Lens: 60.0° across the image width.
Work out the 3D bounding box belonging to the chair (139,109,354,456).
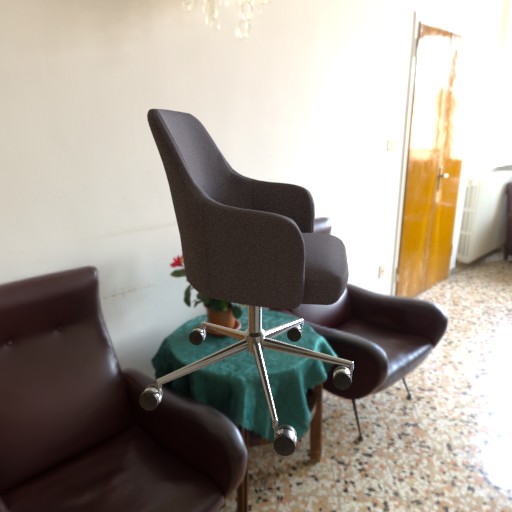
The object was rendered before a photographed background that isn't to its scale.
[{"bbox_3d":[0.000,0.000,1.298,0.600,0.820,0.655,3,16,9],"label":"chair"}]
